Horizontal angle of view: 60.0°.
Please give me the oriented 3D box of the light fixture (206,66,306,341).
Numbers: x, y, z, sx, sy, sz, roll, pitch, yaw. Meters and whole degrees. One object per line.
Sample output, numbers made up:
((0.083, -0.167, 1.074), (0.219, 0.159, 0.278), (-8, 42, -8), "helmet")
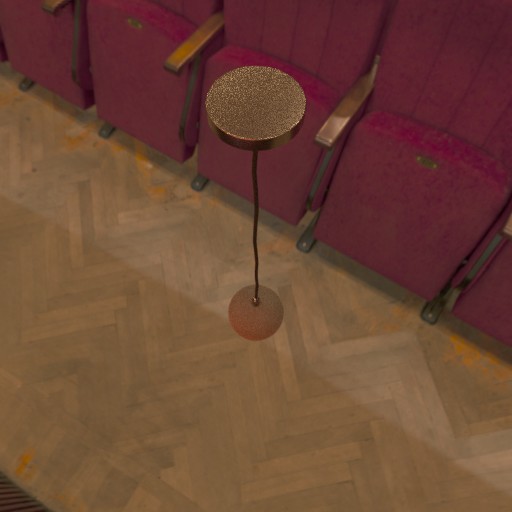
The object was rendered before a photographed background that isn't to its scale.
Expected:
((0.000, 0.000, 0.828), (0.139, 0.764, 0.139), (31, 67, 14), "light fixture")
